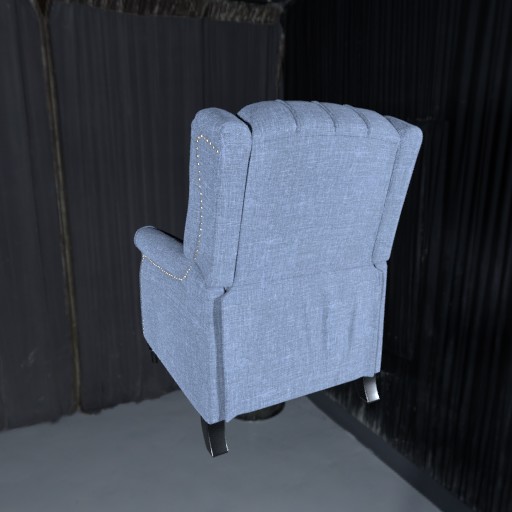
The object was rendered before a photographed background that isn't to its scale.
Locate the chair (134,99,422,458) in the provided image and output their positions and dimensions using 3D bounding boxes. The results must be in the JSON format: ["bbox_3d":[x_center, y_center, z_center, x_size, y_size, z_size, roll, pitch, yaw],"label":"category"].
[{"bbox_3d":[0.000,0.000,1.650,0.742,1.035,0.898,-7,15,-28],"label":"chair"}]
